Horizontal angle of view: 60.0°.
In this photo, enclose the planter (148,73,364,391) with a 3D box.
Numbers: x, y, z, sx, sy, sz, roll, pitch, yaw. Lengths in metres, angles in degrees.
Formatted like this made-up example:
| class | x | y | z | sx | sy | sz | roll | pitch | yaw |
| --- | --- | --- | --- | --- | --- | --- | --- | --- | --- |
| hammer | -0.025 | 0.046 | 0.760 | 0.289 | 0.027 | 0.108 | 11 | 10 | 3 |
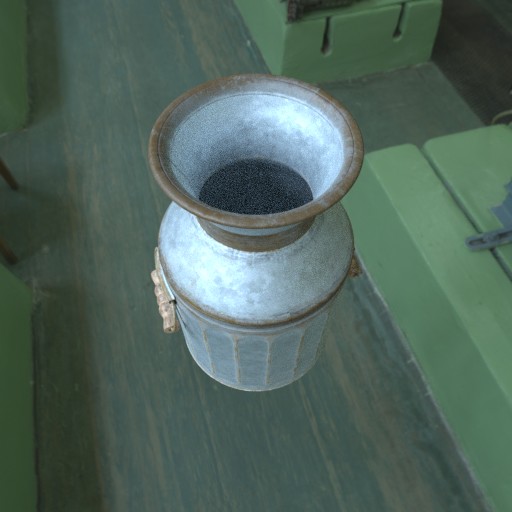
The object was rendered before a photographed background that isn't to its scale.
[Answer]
| class | x | y | z | sx | sy | sz | roll | pitch | yaw |
| --- | --- | --- | --- | --- | --- | --- | --- | --- | --- |
| planter | 0.000 | 0.000 | 0.514 | 0.248 | 0.358 | 0.215 | -16 | 59 | -10 |
